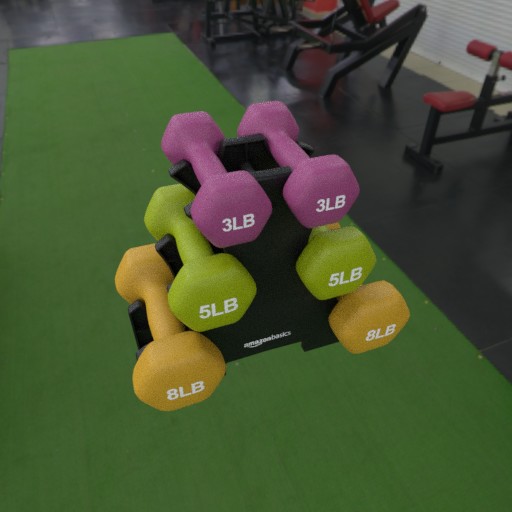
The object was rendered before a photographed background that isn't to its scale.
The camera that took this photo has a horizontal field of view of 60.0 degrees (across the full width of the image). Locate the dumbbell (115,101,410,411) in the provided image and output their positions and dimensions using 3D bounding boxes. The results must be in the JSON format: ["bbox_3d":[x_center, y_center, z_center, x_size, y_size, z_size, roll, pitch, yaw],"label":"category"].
[{"bbox_3d":[0.000,0.000,0.469,0.300,0.271,0.190,-13,42,-15],"label":"dumbbell"}]
